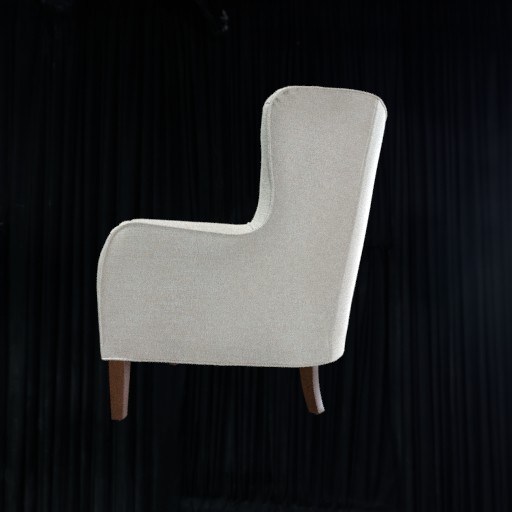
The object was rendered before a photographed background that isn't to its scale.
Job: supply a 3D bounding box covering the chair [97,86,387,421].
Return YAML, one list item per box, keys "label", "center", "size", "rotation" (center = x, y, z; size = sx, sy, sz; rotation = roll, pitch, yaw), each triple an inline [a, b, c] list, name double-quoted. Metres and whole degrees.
- label: "chair"
  center: [0.000, 0.000, 1.743]
  size: [0.966, 1.040, 0.838]
  rotation: [0, 0, 3]
